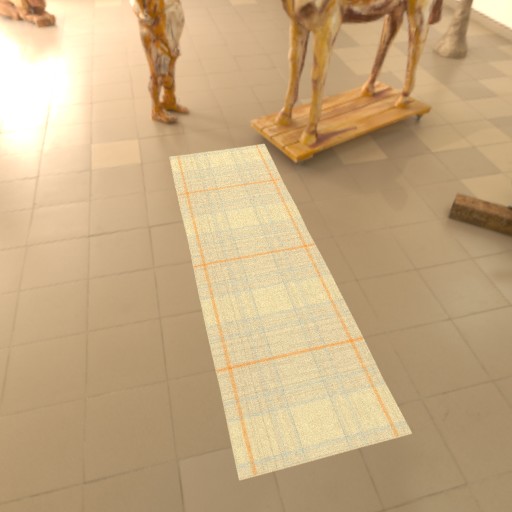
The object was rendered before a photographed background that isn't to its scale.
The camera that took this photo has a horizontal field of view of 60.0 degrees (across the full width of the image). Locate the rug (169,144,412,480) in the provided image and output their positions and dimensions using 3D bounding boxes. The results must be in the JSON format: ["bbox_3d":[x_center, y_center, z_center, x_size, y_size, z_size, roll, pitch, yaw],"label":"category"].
[{"bbox_3d":[0.000,0.000,2.685,0.770,0.016,2.442,-10,46,-10],"label":"rug"}]
